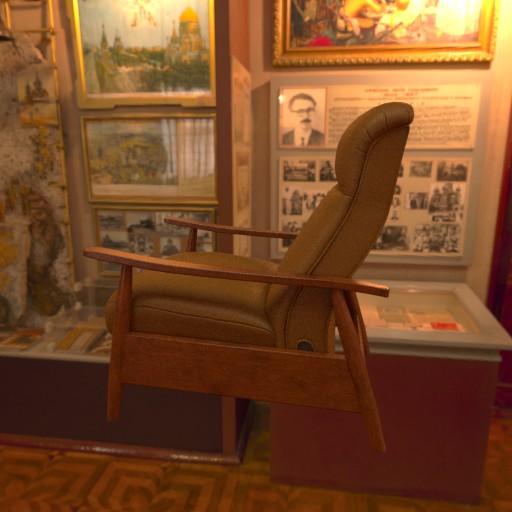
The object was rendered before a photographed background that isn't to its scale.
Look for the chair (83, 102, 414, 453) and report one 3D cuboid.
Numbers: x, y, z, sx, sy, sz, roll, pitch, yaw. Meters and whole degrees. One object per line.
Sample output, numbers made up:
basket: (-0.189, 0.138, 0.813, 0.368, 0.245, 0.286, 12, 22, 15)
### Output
chair: (0.000, 0.000, 1.728, 1.014, 1.082, 0.762, 2, 14, 10)
